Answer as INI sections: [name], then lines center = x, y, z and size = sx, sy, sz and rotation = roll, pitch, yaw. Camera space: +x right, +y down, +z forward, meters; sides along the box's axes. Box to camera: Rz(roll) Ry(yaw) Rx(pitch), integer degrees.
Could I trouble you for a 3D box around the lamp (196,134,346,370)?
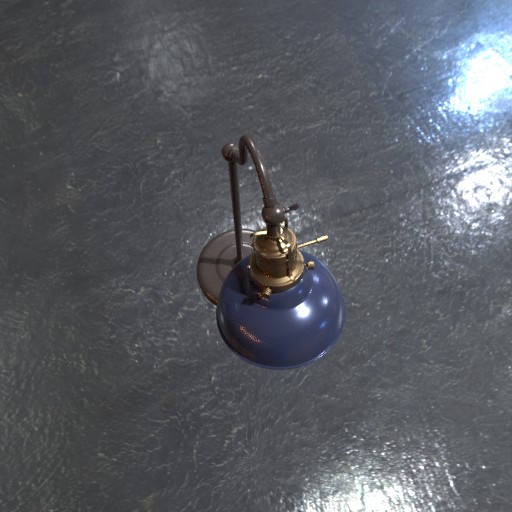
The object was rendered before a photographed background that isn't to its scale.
[lamp]
center = 0.000, 0.000, 0.685
size = 0.192, 0.508, 0.374
rotation = -18, 66, -8
